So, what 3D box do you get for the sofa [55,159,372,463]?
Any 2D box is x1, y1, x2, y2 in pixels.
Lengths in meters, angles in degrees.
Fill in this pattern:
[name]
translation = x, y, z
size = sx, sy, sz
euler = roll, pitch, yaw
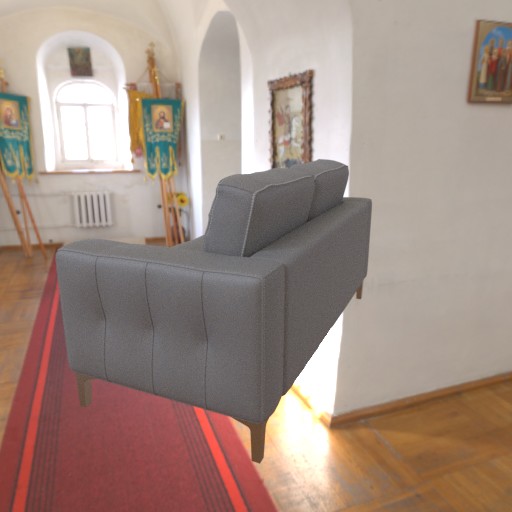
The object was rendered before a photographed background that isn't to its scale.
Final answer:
[sofa]
translation = 0.000, 0.000, 2.189
size = 0.833, 0.892, 1.726
euler = 7, 17, 23
